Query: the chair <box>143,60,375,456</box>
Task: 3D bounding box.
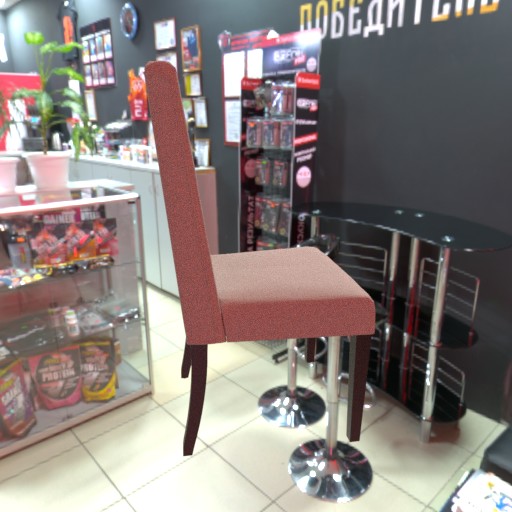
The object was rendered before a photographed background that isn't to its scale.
[{"bbox_3d":[0.000,0.000,1.242,0.523,0.961,0.474,-3,17,-9],"label":"chair"}]
